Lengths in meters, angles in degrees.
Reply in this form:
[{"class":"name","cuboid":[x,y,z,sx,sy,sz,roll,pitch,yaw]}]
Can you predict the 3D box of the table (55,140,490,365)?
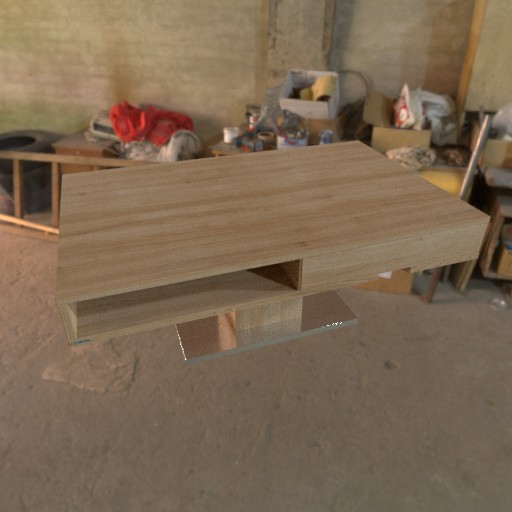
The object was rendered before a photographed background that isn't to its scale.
[{"class":"table","cuboid":[0.000,0.000,1.440,1.100,0.440,0.700,-10,34,-16]}]
